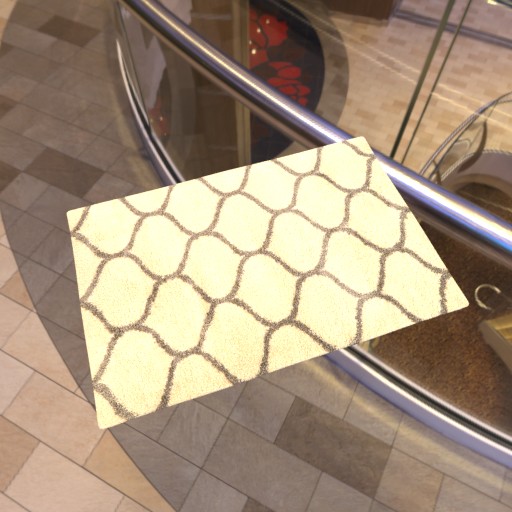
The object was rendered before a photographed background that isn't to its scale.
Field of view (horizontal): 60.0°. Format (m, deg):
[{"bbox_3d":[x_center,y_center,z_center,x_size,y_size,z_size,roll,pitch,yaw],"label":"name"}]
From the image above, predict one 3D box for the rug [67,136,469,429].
[{"bbox_3d":[0.000,0.000,3.455,2.701,0.026,1.801,-16,61,-9],"label":"rug"}]
